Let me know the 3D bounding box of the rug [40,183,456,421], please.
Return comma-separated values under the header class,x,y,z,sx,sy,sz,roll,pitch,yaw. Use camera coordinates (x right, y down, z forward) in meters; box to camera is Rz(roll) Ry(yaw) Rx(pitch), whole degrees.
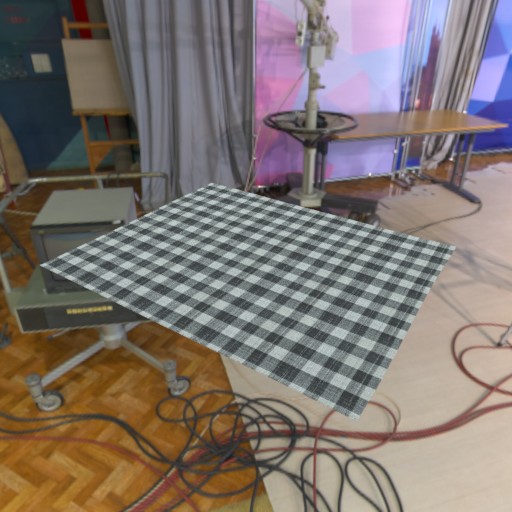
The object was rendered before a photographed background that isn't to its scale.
class,x,y,z,sx,sy,sz,roll,pitch,yaw
rug,0.000,0.000,4.102,3.021,0.013,2.432,19,35,29
